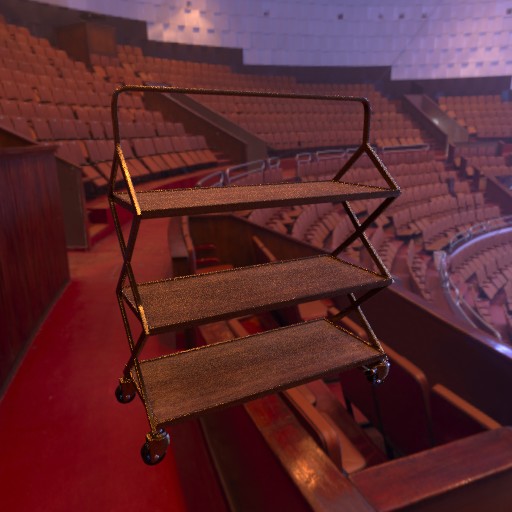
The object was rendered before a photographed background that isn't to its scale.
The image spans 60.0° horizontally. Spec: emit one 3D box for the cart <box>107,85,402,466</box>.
[{"bbox_3d":[0.000,0.000,1.157,0.723,0.805,0.313,-8,17,-28],"label":"cart"}]
